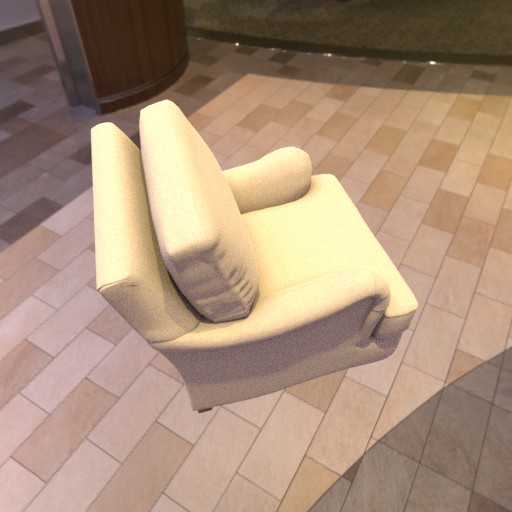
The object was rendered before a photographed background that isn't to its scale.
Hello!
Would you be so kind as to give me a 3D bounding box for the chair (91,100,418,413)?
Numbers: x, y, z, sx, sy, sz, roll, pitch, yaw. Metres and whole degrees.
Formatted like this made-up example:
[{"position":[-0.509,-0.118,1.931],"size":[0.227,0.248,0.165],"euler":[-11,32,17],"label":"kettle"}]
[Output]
[{"position":[0.000,0.000,1.826],"size":[1.078,1.076,0.895],"euler":[-11,48,-11],"label":"chair"}]
